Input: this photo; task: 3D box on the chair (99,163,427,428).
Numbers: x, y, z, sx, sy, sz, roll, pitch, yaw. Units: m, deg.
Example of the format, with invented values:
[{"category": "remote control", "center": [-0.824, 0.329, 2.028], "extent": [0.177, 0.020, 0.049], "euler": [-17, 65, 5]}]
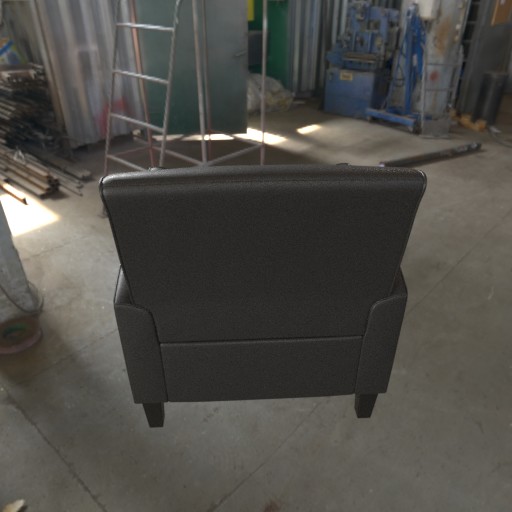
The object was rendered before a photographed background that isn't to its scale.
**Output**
[{"category": "chair", "center": [0.000, 0.000, 1.546], "extent": [0.820, 0.916, 0.819], "euler": [-2, 32, -3]}]
